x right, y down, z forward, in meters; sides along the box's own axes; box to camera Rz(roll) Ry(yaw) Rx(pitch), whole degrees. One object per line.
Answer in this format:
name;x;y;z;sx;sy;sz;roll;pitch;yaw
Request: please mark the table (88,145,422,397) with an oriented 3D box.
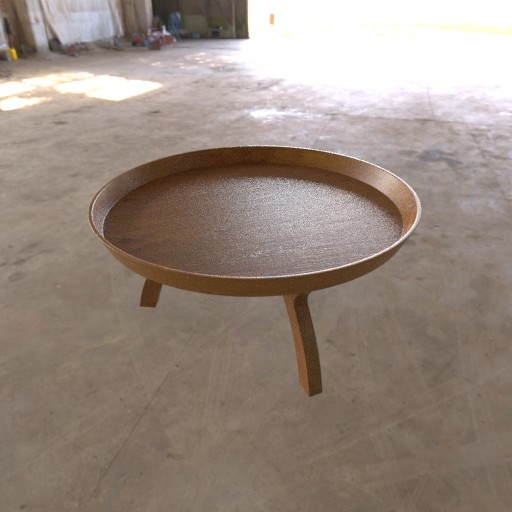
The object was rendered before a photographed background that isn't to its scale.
table;0.000;0.000;1.515;1.016;0.470;1.016;0;30;0
